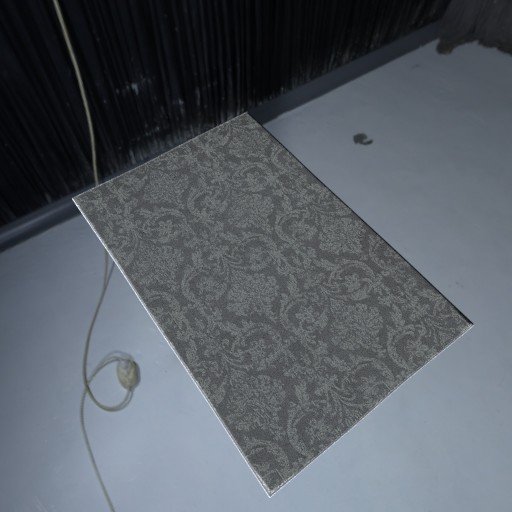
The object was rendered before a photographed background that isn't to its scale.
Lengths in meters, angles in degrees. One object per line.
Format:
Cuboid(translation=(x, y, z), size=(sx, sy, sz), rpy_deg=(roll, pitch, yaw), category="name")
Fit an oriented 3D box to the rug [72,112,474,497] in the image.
Cuboid(translation=(0.000, 0.000, 3.427), size=(1.819, 0.018, 2.746), rpy_deg=(-32, 63, -18), category="rug")
